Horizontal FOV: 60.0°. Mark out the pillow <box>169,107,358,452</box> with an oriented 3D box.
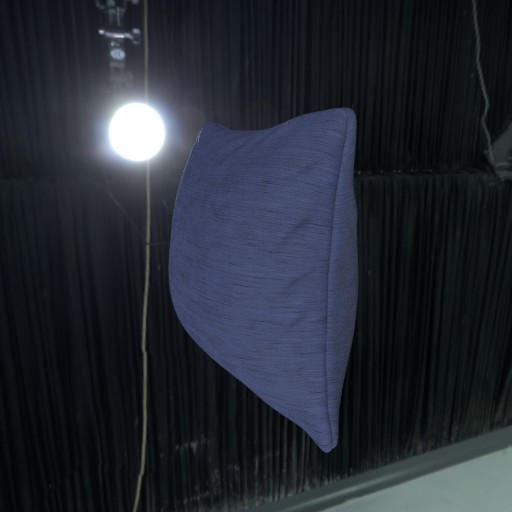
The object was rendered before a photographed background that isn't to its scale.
[{"bbox_3d":[0.000,0.000,0.688,0.246,0.414,0.432,-7,16,-26],"label":"pillow"}]
